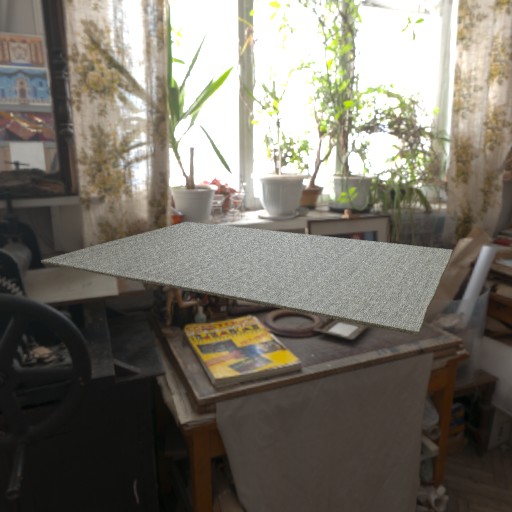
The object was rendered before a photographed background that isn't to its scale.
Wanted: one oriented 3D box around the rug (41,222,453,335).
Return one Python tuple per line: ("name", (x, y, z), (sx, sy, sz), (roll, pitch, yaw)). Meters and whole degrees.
("rug", (0.000, 0.000, 2.950), (2.297, 0.018, 1.532), (8, 17, 27))
